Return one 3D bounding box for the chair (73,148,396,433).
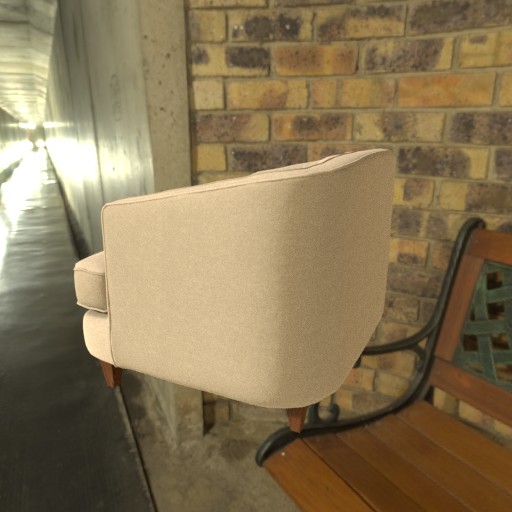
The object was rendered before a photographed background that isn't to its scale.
[{"bbox_3d":[0.000,0.000,1.792,0.941,0.852,1.104,8,18,26],"label":"chair"}]
